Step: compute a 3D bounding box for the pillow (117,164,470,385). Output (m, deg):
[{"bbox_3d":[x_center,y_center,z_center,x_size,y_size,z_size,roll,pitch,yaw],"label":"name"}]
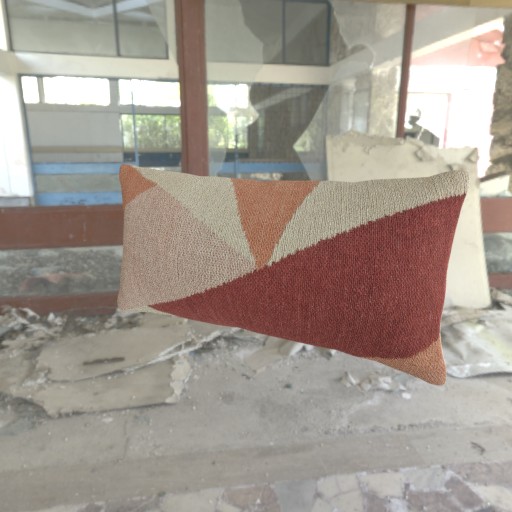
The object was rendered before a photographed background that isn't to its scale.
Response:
[{"bbox_3d":[0.000,0.000,0.729,0.609,0.292,0.155,7,16,26],"label":"pillow"}]
